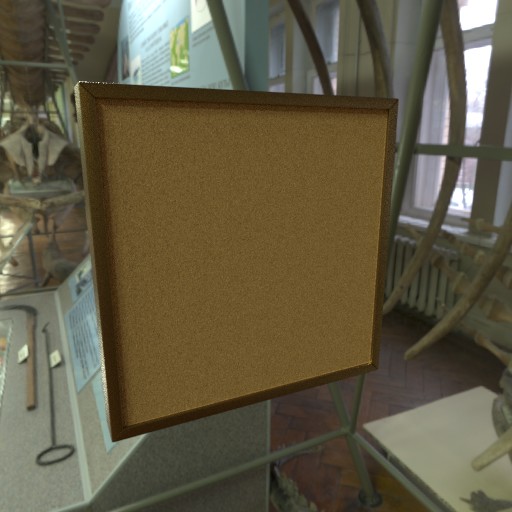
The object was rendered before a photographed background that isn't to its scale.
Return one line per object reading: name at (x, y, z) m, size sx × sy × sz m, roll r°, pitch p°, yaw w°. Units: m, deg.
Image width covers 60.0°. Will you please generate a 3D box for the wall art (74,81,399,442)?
wall art at (0.000, 0.000, 0.440) m, size 0.305 × 0.305 × 0.037 m, roll -7°, pitch 16°, yaw -25°
